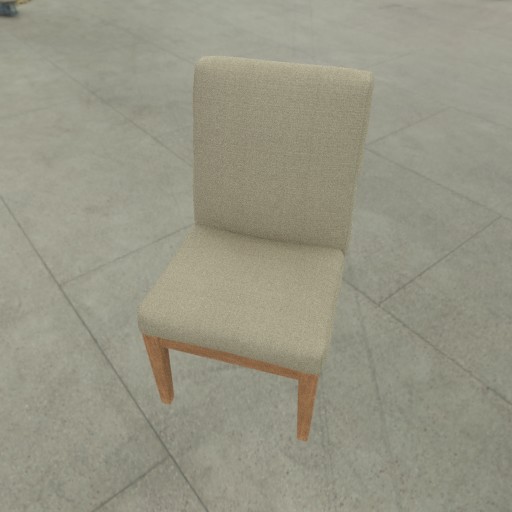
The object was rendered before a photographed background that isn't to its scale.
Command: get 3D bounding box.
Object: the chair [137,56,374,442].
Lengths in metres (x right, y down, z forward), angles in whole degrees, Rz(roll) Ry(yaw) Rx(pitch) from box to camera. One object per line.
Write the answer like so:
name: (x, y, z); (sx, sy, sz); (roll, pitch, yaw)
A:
chair: (0.000, 0.000, 1.276); (0.507, 0.911, 0.586); (11, 43, 12)
